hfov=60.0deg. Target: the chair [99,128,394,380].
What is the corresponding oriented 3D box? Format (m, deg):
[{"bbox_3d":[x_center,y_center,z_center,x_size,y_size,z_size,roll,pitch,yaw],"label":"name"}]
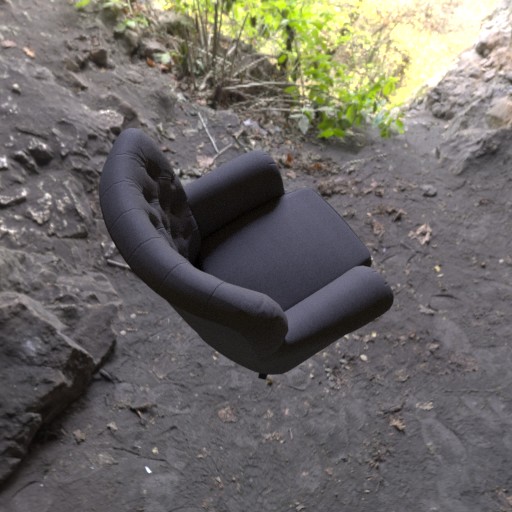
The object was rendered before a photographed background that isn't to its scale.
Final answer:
[{"bbox_3d":[0.000,0.000,1.852,0.983,1.046,0.983,-29,62,-17],"label":"chair"}]
